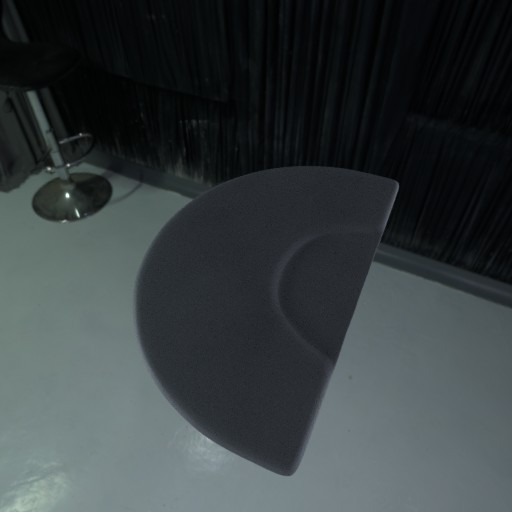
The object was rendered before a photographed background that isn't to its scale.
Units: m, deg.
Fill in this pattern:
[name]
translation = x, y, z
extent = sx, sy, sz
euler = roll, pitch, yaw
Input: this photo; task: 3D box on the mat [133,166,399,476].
[mat]
translation = 0.000, 0.000, 1.872
extent = 0.917, 0.016, 1.525
euler = 18, 50, 16
